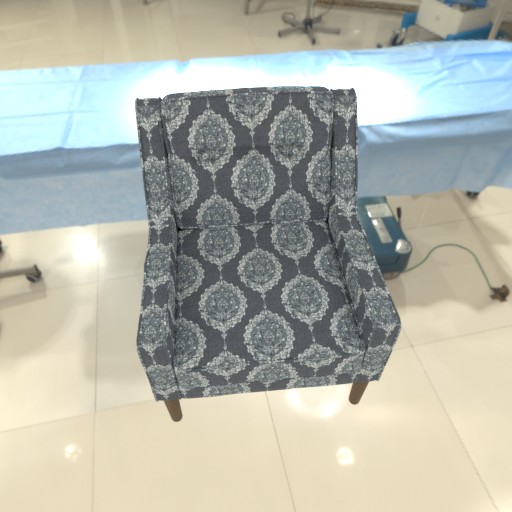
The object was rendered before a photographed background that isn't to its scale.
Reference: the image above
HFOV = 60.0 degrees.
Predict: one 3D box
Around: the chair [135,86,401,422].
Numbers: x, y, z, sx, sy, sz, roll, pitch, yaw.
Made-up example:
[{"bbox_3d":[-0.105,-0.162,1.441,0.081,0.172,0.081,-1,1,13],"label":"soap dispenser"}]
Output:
[{"bbox_3d":[0.000,0.000,1.356,0.663,0.792,0.743,-4,48,-4],"label":"chair"}]
